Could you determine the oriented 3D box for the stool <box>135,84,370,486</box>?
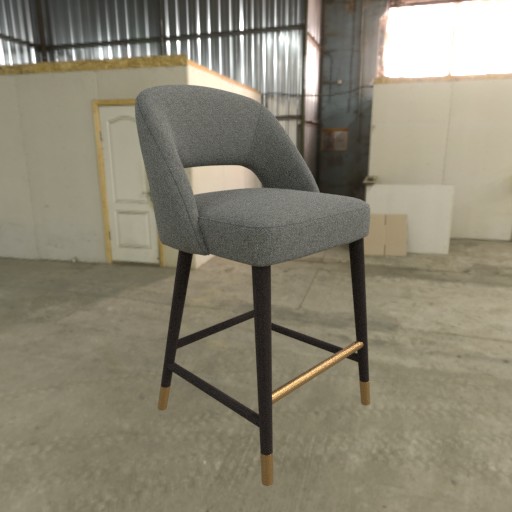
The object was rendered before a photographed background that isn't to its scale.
[{"bbox_3d":[0.000,0.000,1.235,0.524,0.925,0.536,14,21,42],"label":"stool"}]
